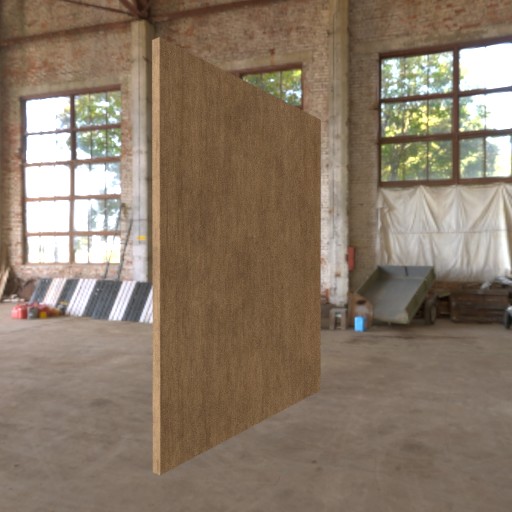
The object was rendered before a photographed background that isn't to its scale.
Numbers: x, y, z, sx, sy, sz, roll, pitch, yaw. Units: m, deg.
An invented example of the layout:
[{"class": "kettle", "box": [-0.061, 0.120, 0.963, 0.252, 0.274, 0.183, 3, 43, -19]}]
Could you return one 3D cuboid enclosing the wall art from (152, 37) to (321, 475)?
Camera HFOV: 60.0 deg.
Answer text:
[{"class": "wall art", "box": [0.000, 0.000, 0.914, 0.018, 0.686, 0.534, 0, 1, 36]}]
